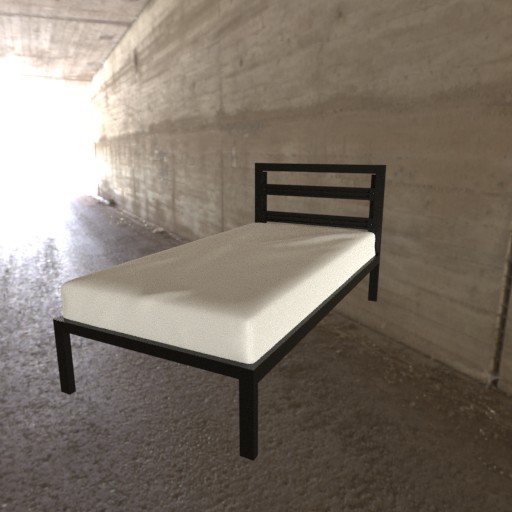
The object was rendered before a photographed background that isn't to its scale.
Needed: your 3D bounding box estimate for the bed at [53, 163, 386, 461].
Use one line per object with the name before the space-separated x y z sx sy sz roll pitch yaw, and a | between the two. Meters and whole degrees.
bed | 0.000 0.000 2.511 0.991 0.967 1.930 7 15 27
